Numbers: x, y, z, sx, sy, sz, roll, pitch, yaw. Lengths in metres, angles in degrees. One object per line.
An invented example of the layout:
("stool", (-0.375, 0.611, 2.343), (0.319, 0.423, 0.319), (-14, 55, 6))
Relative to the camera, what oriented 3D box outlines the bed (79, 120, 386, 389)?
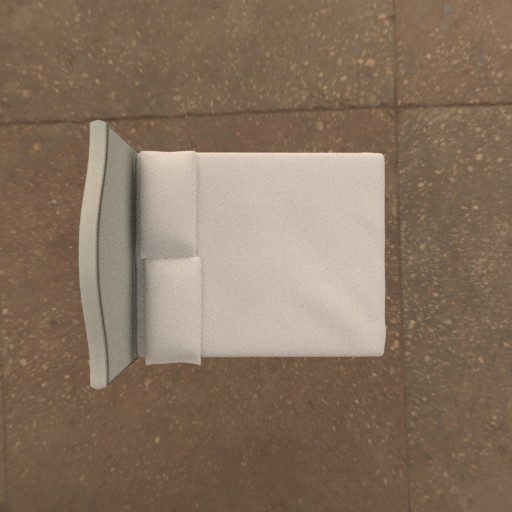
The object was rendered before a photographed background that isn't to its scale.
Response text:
("bed", (0.000, 0.000, 3.463), (2.180, 1.607, 1.813), (0, 90, -1))
